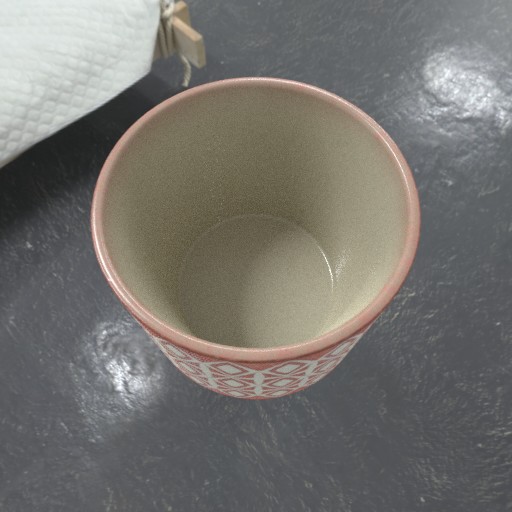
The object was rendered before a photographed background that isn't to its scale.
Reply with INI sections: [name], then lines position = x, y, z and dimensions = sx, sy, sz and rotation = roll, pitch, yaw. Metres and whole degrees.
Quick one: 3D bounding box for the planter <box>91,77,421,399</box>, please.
[planter]
position = 0.000, 0.000, 0.476
dimensions = 0.273, 0.237, 0.273
rotation = 0, 65, 0
